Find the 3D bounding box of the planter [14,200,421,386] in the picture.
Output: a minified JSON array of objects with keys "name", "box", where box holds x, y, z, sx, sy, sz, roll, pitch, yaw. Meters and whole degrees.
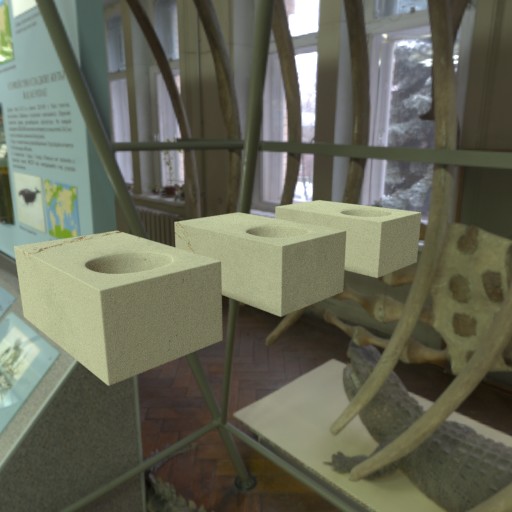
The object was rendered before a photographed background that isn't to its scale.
[{"name":"planter","box":[0.000,0.000,0.374,0.333,0.051,0.127,-14,20,-43]}]
